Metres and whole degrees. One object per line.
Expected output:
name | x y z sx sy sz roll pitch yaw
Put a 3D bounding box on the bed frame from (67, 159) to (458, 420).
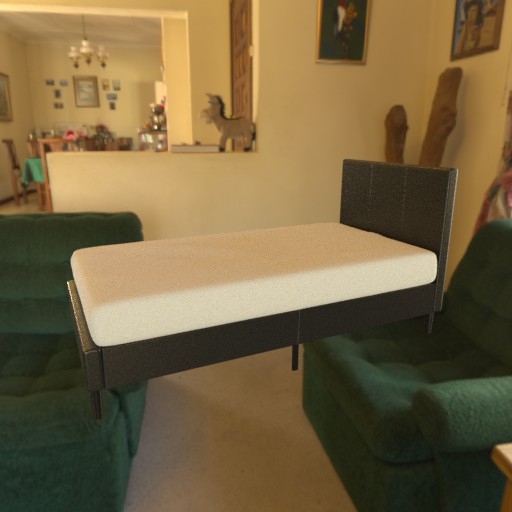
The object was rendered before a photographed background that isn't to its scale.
bed frame | 0.000 0.000 2.545 2.152 1.046 1.038 -7 17 -25
